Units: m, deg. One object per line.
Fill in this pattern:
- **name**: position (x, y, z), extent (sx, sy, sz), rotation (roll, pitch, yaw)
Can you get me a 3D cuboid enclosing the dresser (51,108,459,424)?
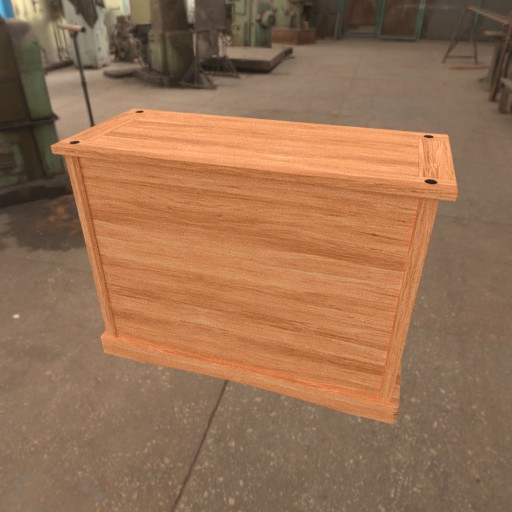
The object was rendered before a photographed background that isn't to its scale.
- **dresser**: position (0.000, 0.000, 1.383), extent (0.990, 0.740, 0.410), rotation (9, 33, 15)
